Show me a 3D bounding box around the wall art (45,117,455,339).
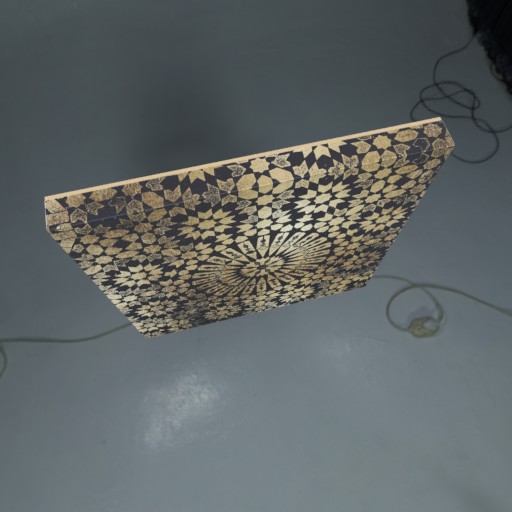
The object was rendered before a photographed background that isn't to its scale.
[{"bbox_3d":[0.000,0.000,0.617,0.405,0.405,0.038,-13,66,-6],"label":"wall art"}]
